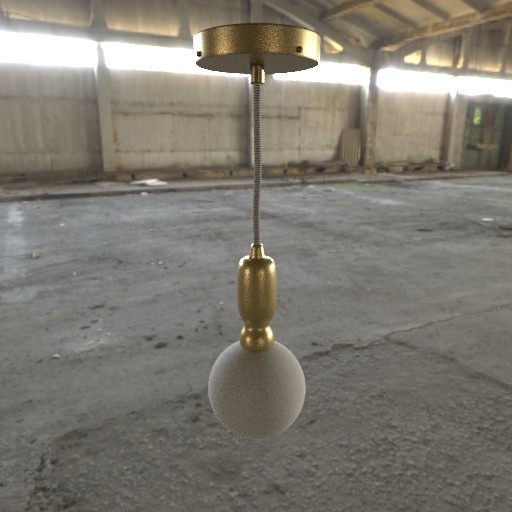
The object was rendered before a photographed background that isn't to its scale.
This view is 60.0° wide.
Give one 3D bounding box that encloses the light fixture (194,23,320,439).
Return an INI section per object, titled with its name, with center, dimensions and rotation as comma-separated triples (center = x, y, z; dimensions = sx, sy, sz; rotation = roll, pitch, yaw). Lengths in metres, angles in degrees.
[light fixture]
center = 0.000, 0.000, 0.568
dimensions = 0.146, 0.510, 0.147
rotation = -7, 16, -27
